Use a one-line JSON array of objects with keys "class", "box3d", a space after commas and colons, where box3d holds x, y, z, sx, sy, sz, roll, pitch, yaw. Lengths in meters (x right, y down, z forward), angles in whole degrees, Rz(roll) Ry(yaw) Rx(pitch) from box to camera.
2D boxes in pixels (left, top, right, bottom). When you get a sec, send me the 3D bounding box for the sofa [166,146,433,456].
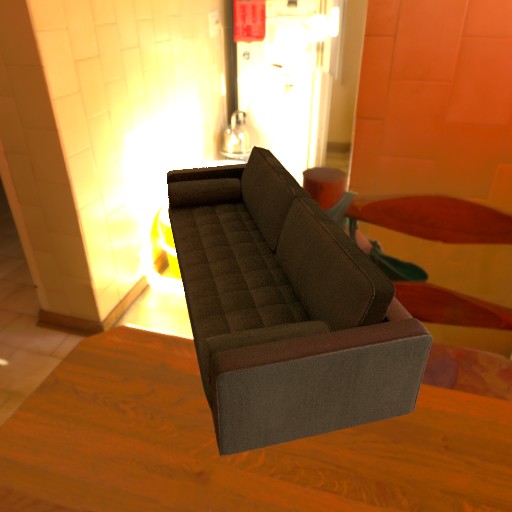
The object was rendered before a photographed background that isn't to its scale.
[{"class": "sofa", "box3d": [0.000, 0.000, 2.678, 0.918, 0.769, 2.199, -8, 32, -12]}]
